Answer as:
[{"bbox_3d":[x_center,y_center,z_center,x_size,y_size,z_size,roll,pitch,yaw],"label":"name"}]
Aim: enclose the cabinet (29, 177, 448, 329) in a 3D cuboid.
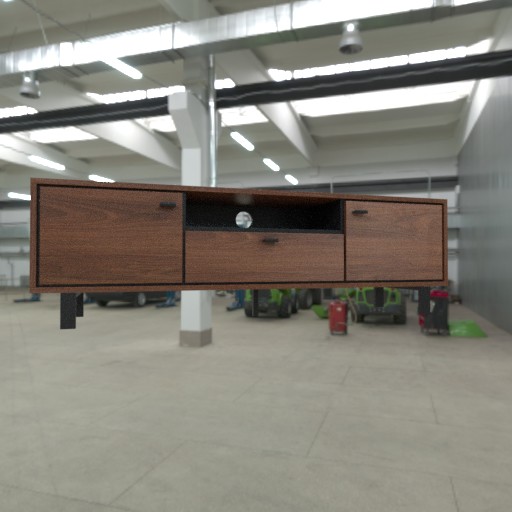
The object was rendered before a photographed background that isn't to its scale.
[{"bbox_3d":[0.000,0.000,1.851,1.650,0.500,0.400,0,-1,-17],"label":"cabinet"}]
